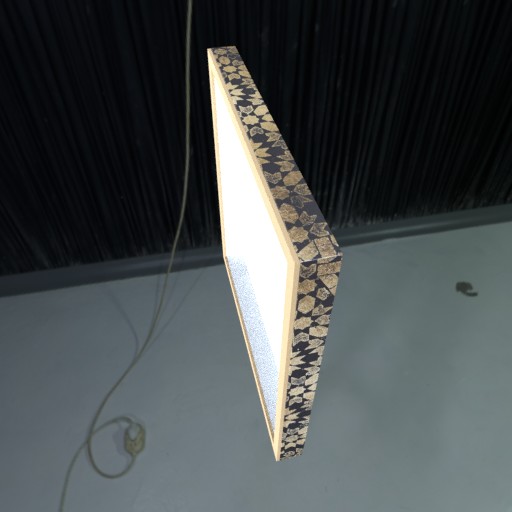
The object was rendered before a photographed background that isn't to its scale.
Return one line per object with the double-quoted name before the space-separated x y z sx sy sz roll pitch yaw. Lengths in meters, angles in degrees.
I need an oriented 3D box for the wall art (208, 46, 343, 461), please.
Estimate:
"wall art" 0.000 0.000 0.609 0.038 0.405 0.405 -10 47 -9
